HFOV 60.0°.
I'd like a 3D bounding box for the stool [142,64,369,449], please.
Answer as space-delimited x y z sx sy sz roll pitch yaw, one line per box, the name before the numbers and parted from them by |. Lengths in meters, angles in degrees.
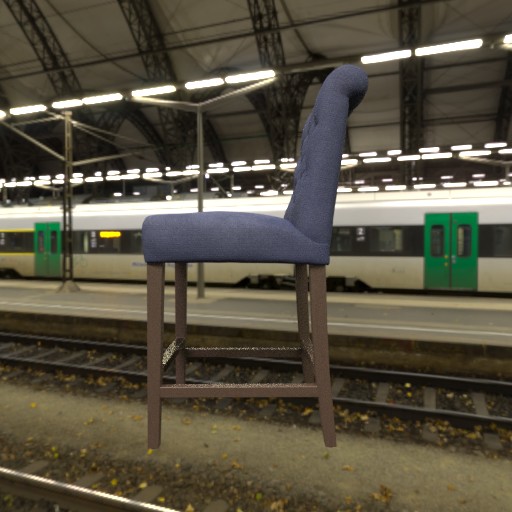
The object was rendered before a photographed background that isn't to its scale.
stool | 0.000 0.000 1.380 0.601 1.010 0.493 0 2 0
